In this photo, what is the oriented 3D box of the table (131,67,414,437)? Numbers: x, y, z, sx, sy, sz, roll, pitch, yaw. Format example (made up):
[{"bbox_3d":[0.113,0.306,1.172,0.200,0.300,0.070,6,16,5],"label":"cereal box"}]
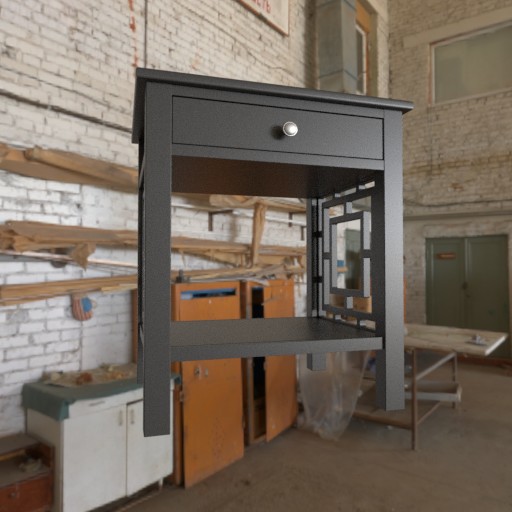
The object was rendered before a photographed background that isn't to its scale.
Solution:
[{"bbox_3d":[0.000,0.000,1.048,0.564,0.646,0.451,0,-1,-17],"label":"table"}]
